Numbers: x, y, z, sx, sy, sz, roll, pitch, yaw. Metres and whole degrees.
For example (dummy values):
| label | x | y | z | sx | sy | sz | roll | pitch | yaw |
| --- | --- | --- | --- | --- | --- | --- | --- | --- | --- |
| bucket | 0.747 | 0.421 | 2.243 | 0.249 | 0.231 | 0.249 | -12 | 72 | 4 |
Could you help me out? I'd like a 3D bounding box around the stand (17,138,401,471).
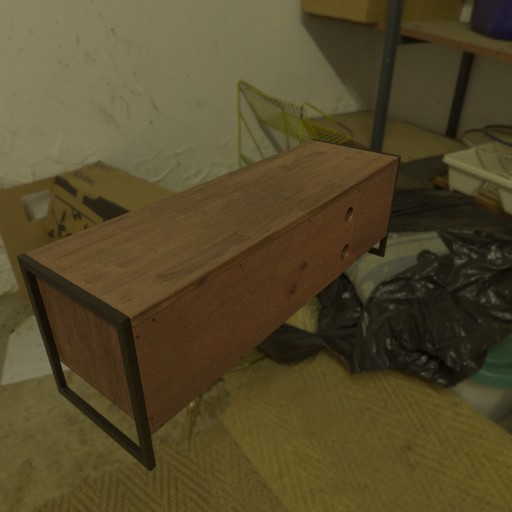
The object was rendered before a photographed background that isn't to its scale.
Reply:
| label | x | y | z | sx | sy | sz | roll | pitch | yaw |
| --- | --- | --- | --- | --- | --- | --- | --- | --- | --- |
| stand | 0.000 | 0.000 | 1.683 | 0.454 | 0.506 | 1.480 | 22 | 36 | 33 |
